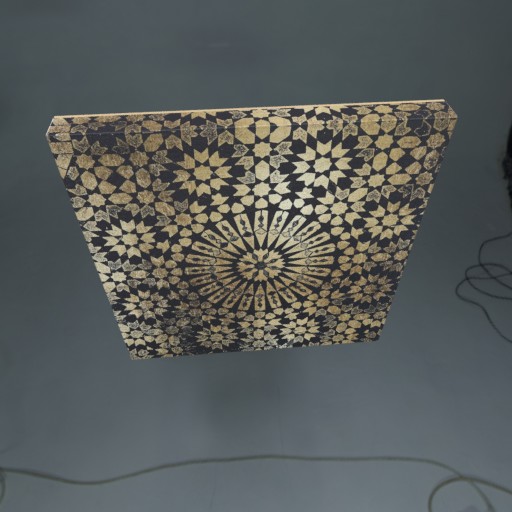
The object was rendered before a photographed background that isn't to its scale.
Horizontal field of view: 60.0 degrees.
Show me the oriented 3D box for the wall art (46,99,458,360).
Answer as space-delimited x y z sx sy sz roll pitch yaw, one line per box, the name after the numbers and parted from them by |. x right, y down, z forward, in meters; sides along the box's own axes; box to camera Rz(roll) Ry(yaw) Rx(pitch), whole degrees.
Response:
0.000 0.000 0.591 0.405 0.405 0.038 -4 46 -4 | wall art
